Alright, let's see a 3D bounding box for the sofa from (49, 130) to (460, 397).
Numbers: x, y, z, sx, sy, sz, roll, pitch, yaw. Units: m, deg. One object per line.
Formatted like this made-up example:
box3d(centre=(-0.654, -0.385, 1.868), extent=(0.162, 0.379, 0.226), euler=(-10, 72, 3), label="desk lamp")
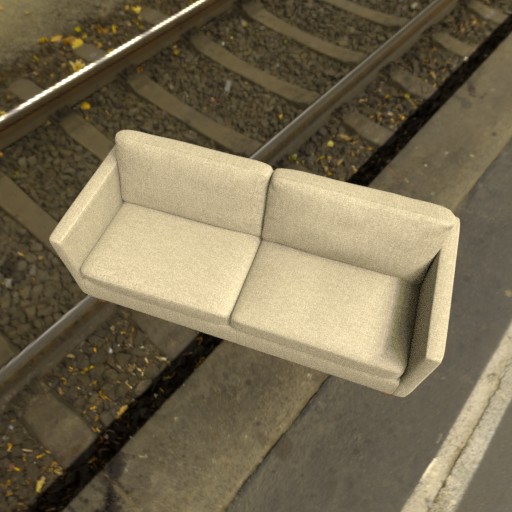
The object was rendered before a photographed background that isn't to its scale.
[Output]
box3d(centre=(0.000, 0.000, 2.749), extent=(2.208, 0.960, 0.956), euler=(16, 59, 10), label="sofa")
